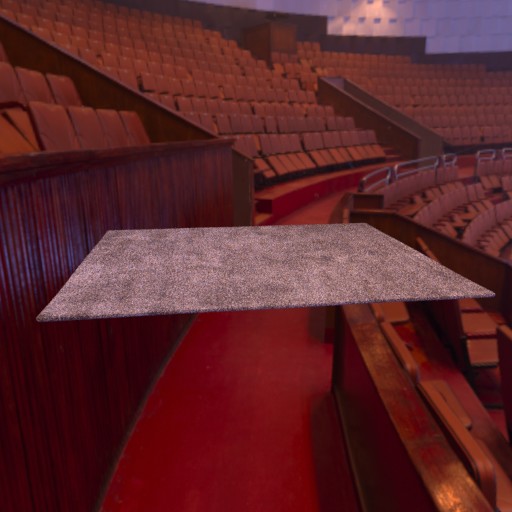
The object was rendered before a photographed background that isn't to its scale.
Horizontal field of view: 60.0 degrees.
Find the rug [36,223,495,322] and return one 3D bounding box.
[{"bbox_3d":[0.000,0.000,3.995,3.000,0.025,2.401,-2,16,-8],"label":"rug"}]
